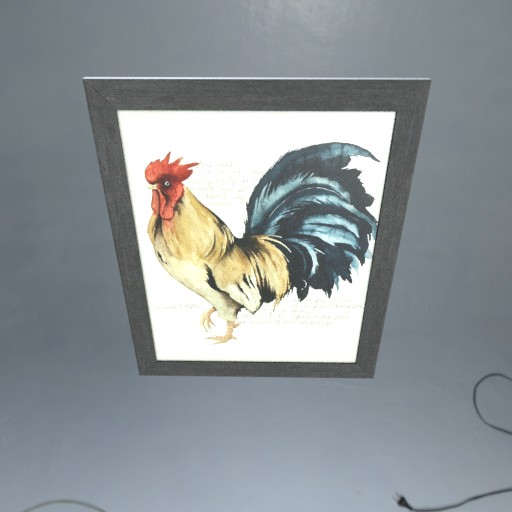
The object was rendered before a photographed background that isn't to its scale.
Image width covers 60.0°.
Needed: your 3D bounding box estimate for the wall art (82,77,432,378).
[{"bbox_3d":[0.000,0.000,0.756,0.476,0.570,0.013,0,32,1],"label":"wall art"}]
